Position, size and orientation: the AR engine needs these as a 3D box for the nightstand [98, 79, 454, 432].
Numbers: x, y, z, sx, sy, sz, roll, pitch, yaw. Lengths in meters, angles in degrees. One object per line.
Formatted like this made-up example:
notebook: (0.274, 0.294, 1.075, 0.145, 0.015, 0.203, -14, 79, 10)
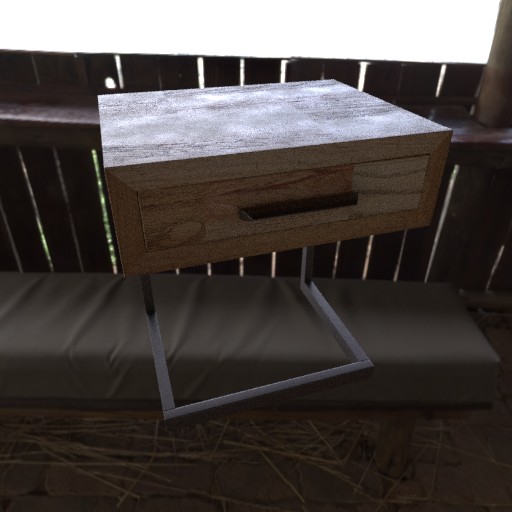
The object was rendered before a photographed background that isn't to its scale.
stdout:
nightstand: (0.000, 0.000, 0.994, 0.558, 0.632, 0.481, -10, 34, -15)
